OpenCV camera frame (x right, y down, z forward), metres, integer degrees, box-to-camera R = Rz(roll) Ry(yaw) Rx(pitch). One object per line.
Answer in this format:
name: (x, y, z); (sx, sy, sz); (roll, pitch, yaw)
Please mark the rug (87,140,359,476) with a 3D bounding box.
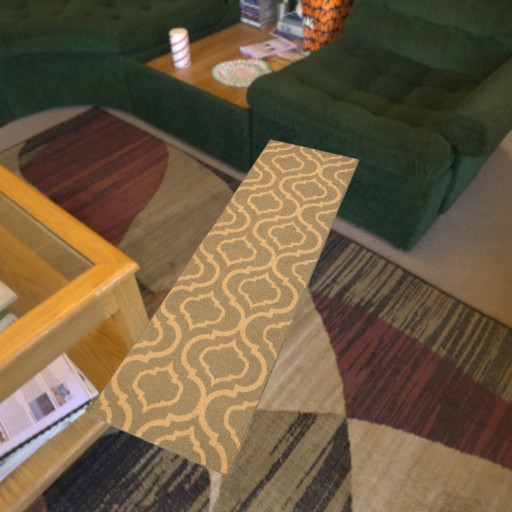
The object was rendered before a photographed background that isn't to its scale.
rug: (0.000, 0.000, 2.553); (0.684, 0.009, 2.275); (17, 50, 14)
